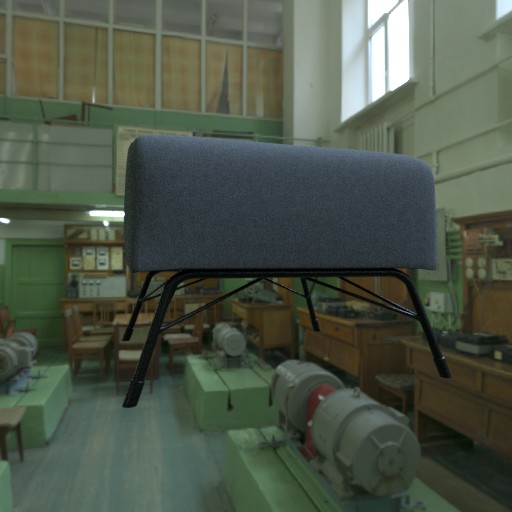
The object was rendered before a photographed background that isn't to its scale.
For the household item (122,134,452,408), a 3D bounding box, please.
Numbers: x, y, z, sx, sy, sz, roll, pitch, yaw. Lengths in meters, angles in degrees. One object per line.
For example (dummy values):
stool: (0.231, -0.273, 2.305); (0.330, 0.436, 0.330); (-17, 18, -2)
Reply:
household item: (0.000, 0.000, 0.917); (0.530, 0.410, 0.530); (0, -1, -17)
